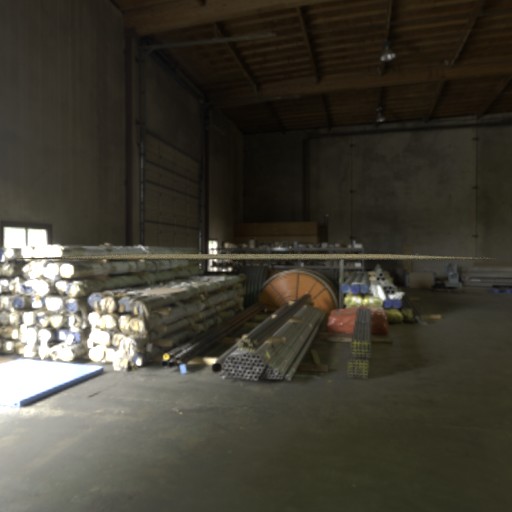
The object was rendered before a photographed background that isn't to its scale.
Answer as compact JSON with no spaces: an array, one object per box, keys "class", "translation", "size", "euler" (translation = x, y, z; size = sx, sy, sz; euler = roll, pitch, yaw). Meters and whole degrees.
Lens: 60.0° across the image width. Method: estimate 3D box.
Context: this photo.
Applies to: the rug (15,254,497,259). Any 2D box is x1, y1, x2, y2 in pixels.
[{"class":"rug","translation":[0.000,0.000,4.131],"size":[3.221,0.011,2.379],"euler":[0,1,0]}]
